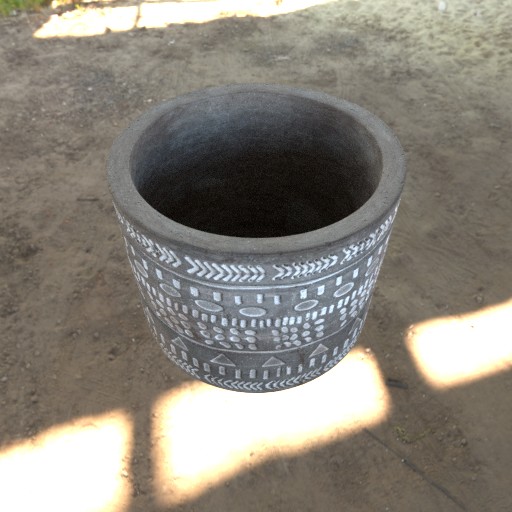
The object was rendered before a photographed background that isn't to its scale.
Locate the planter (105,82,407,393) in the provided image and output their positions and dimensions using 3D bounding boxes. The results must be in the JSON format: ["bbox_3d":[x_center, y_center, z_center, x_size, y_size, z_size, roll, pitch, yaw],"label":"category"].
[{"bbox_3d":[0.000,0.000,0.227,0.122,0.128,0.122,0,46,0],"label":"planter"}]
